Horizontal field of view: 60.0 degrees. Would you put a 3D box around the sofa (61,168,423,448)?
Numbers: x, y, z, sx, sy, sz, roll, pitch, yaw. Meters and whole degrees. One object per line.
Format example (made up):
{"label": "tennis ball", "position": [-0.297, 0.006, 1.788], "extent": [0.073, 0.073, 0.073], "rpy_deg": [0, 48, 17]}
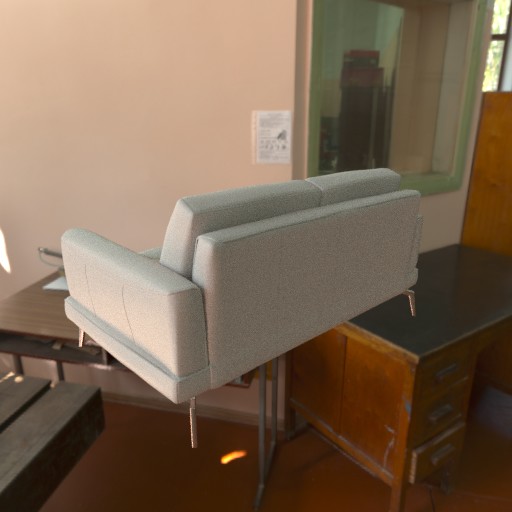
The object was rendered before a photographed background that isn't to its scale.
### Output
{"label": "sofa", "position": [0.000, 0.000, 2.474], "extent": [1.819, 0.930, 1.121], "rpy_deg": [-16, 24, -41]}
